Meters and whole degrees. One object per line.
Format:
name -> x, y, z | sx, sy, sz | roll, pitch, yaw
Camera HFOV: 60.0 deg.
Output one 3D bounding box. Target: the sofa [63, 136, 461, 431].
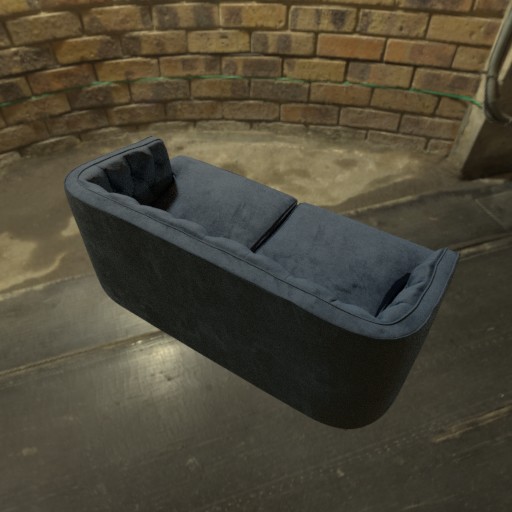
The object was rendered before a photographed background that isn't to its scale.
sofa -> 0.000, 0.000, 2.204 | 1.733, 0.854, 0.941 | 25, 51, 22
